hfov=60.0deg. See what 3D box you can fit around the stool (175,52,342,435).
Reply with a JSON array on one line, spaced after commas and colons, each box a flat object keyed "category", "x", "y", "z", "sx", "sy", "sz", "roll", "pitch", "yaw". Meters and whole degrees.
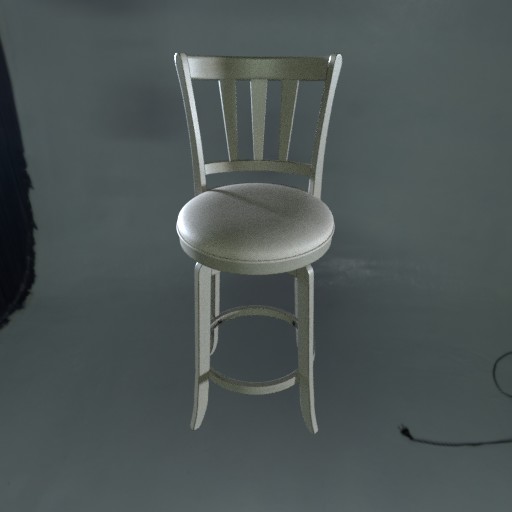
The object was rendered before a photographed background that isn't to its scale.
[{"category": "stool", "x": 0.000, "y": 0.000, "z": 1.284, "sx": 0.436, "sy": 1.042, "sz": 0.475, "roll": 1, "pitch": 31, "yaw": 2}]
